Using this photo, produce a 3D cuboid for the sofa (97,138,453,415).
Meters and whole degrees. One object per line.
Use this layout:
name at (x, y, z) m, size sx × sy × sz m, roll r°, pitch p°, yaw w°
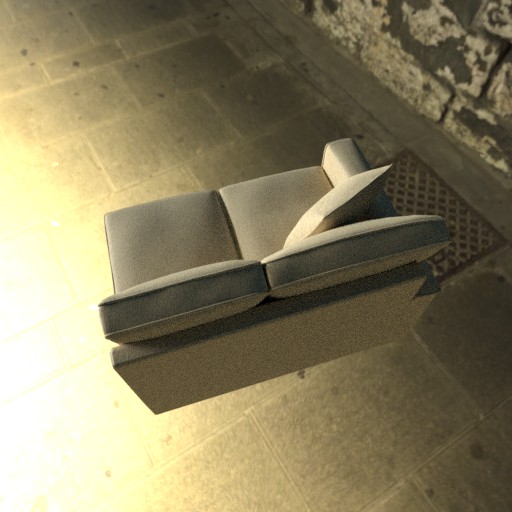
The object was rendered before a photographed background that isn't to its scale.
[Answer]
sofa at (0.000, 0.000, 2.156) m, size 1.388 × 0.989 × 0.991 m, roll -15°, pitch 59°, yaw -9°
